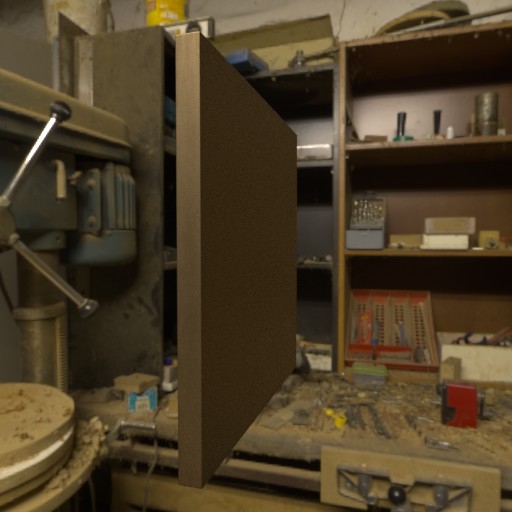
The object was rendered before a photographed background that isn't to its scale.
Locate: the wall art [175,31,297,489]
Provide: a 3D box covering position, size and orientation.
[{"bbox_3d":[0.000,0.000,0.733,0.030,0.506,0.503,1,2,17],"label":"wall art"}]
